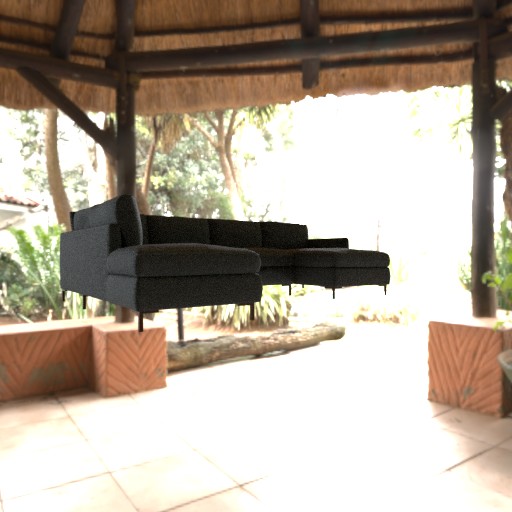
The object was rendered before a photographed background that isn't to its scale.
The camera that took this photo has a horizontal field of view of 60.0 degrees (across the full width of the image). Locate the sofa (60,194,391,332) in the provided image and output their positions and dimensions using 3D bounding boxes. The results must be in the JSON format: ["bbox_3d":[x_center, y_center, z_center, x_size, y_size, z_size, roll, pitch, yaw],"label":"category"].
[{"bbox_3d":[0.000,0.000,3.685,2.737,0.753,1.879,0,0,-35],"label":"sofa"}]
